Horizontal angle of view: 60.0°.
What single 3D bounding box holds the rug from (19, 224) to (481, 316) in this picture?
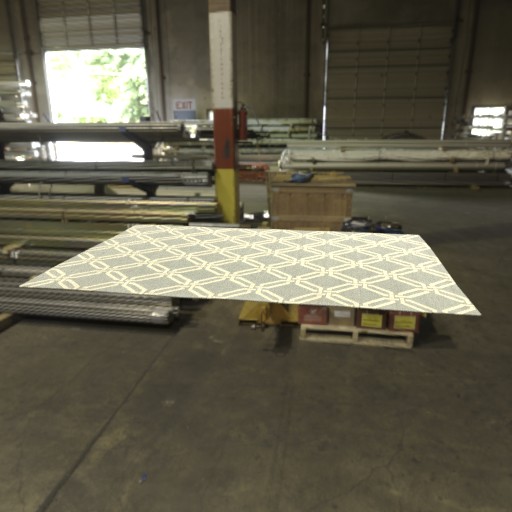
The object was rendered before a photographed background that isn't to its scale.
[{"bbox_3d":[0.000,0.000,2.176,1.754,0.010,1.148,3,17,9],"label":"rug"}]
